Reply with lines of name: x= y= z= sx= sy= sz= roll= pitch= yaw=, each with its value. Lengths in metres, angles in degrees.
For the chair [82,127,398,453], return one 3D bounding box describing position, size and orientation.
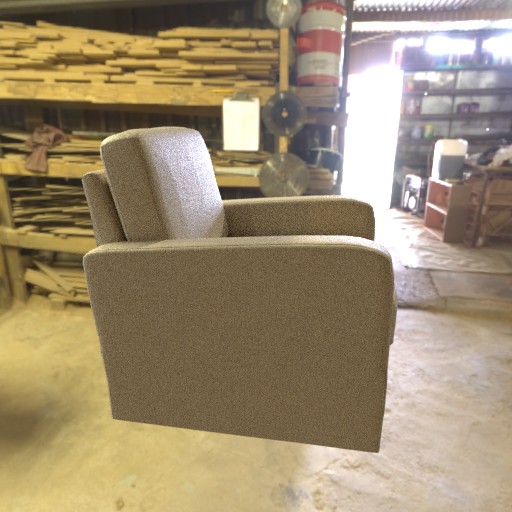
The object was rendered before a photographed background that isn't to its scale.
chair: x=0.000 y=0.000 z=1.480 sx=0.888 sy=0.827 sz=0.755 roll=3 pitch=17 yaw=10
